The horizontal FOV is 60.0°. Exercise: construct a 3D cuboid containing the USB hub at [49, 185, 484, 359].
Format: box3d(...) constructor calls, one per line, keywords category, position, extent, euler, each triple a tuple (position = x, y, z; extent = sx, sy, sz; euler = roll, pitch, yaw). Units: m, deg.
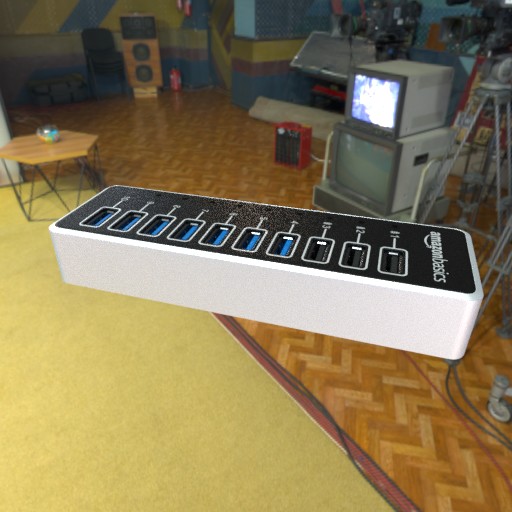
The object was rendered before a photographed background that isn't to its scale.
box3d(category="USB hub", position=(0.000, 0.000, 0.163), extent=(0.145, 0.023, 0.044), euler=(9, 33, 14))
